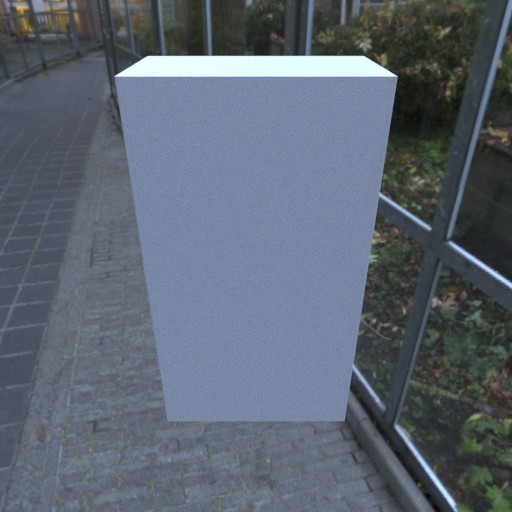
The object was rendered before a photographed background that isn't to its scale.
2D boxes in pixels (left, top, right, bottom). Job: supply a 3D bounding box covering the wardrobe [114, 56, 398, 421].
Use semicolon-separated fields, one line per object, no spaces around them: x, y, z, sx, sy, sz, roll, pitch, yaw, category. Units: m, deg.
0.000;0.000;2.259;0.991;1.808;0.577;0;31;0;wardrobe
